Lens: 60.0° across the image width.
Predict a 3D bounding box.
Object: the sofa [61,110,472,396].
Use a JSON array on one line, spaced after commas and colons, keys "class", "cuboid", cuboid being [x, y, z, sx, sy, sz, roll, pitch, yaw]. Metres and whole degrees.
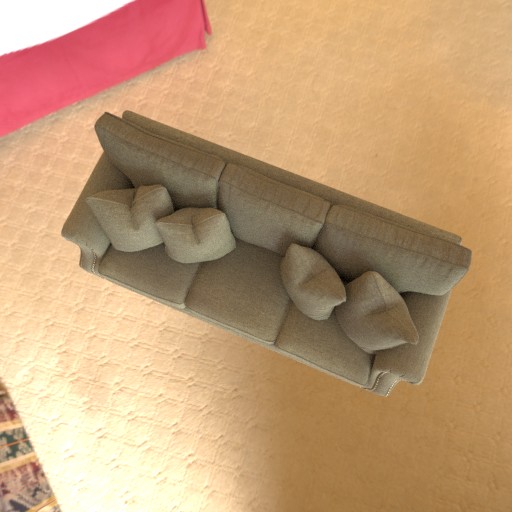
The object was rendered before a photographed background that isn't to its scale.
[{"class": "sofa", "cuboid": [0.000, 0.000, 2.764, 2.312, 0.975, 0.965, 22, 76, 6]}]
